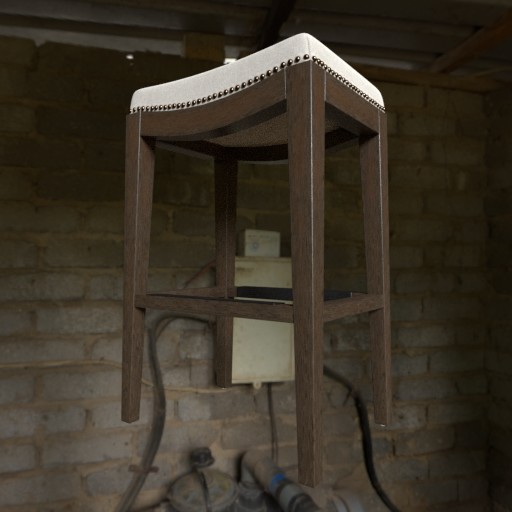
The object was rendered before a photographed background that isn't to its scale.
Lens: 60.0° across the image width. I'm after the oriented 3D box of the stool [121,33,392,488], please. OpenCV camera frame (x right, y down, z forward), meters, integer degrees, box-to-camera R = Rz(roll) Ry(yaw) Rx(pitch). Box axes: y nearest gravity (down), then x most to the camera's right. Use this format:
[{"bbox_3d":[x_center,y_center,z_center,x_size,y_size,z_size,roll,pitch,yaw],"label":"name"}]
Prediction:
[{"bbox_3d":[0.000,0.000,1.003,0.498,0.759,0.358,0,0,36],"label":"stool"}]
